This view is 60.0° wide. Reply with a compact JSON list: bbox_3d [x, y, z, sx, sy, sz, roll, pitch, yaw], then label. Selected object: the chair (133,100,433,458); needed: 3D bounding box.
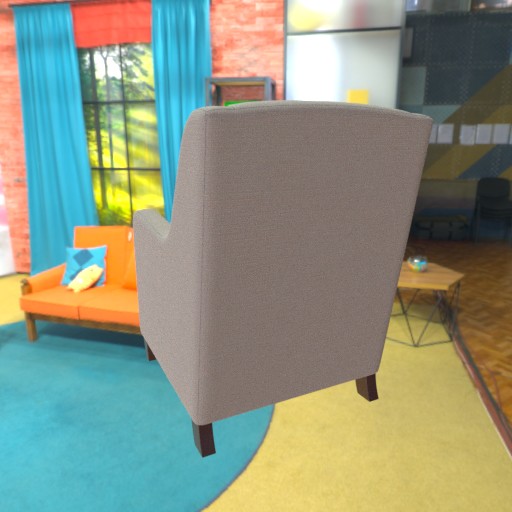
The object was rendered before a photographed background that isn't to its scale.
[{"bbox_3d":[0.000,0.000,1.619,0.715,1.017,0.896,-7,16,-26],"label":"chair"}]
